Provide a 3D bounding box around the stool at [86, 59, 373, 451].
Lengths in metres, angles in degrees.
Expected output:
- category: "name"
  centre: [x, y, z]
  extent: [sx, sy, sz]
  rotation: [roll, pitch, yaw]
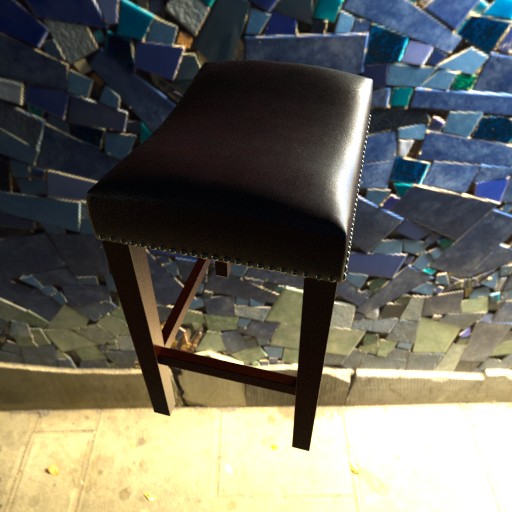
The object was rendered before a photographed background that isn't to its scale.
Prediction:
- category: "stool"
  centre: [0.000, 0.000, 0.948]
  extent: [0.372, 0.657, 0.504]
  rotation: [10, 45, 10]
